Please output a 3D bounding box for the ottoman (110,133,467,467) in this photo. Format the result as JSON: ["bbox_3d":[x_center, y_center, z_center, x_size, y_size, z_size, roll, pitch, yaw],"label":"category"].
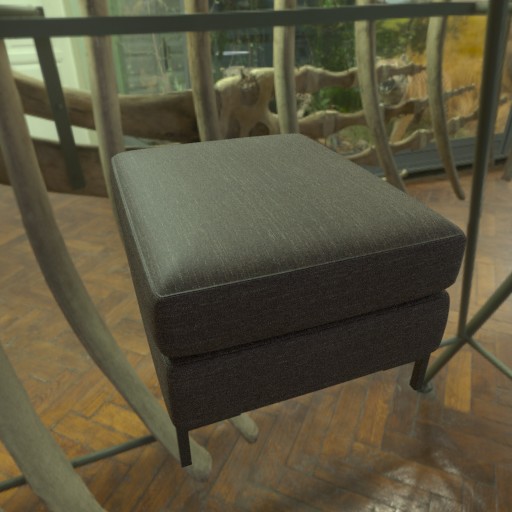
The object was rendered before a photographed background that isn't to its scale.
[{"bbox_3d":[0.000,0.000,1.217,0.671,0.490,0.820,-11,32,-18],"label":"ottoman"}]
